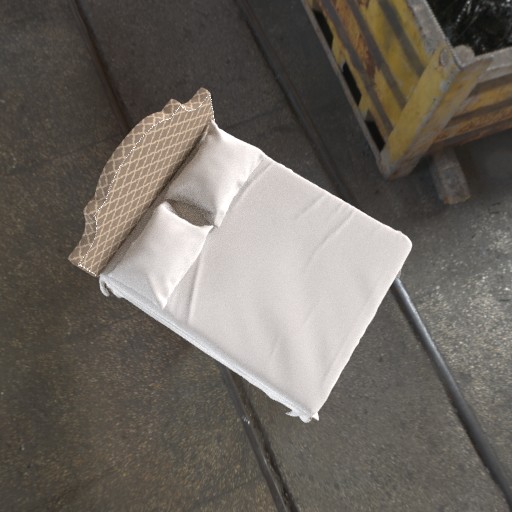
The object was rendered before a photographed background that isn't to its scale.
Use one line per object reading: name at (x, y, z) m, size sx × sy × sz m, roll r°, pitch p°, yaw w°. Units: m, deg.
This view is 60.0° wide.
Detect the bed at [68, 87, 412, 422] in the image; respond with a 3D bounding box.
bed at (0.000, 0.000, 3.396) m, size 2.222 × 1.633 × 1.780 m, roll 32°, pitch 77°, yaw 8°
